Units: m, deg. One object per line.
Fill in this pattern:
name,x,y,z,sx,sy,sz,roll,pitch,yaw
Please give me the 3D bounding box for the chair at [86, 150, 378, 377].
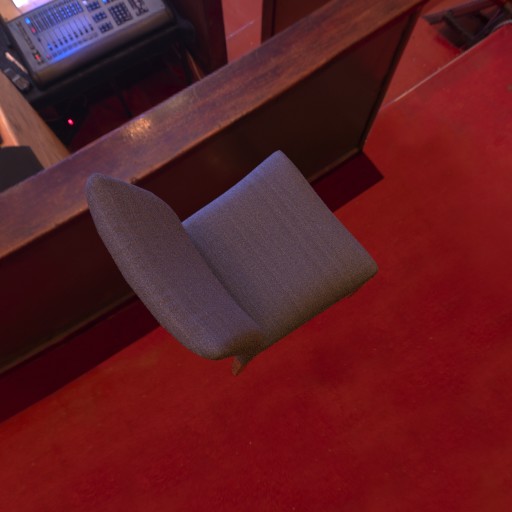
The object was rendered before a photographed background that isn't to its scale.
chair,0.000,0.000,1.285,0.585,0.940,0.496,-35,77,-9
